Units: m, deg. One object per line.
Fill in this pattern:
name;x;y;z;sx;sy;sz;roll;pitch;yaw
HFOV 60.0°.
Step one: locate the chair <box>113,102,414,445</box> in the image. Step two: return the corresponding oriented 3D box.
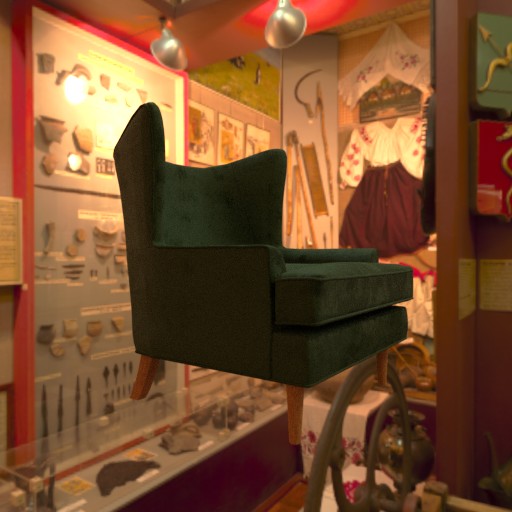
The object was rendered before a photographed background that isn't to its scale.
chair;0.000;0.000;1.591;0.910;0.952;0.793;0;0;35
